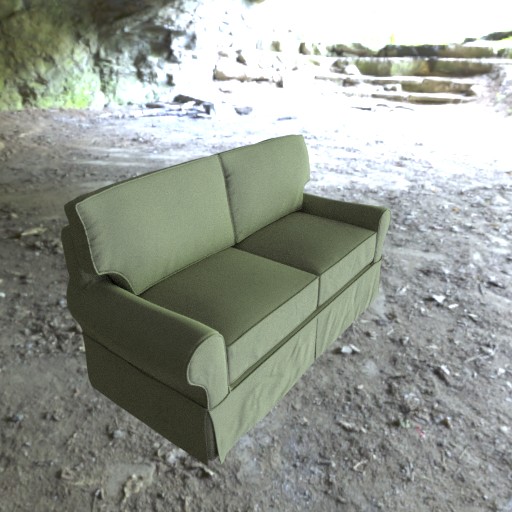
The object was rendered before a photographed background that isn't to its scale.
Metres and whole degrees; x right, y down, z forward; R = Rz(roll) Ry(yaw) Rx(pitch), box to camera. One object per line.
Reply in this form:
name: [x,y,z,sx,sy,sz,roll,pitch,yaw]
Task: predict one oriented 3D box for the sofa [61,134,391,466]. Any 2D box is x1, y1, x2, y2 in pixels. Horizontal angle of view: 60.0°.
sofa: [0.000,0.000,2.362,0.841,1.024,1.823,18,31,33]
